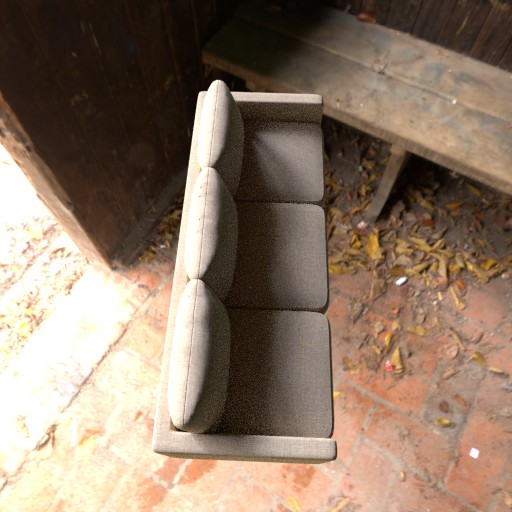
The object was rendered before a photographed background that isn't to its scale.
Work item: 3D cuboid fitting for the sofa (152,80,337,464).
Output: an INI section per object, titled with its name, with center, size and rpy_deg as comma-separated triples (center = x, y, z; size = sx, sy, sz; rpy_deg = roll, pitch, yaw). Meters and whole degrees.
[sofa]
center = 0.000, 0.000, 2.655
size = 0.859, 0.874, 2.218
rpy_deg = 2, 63, 1
